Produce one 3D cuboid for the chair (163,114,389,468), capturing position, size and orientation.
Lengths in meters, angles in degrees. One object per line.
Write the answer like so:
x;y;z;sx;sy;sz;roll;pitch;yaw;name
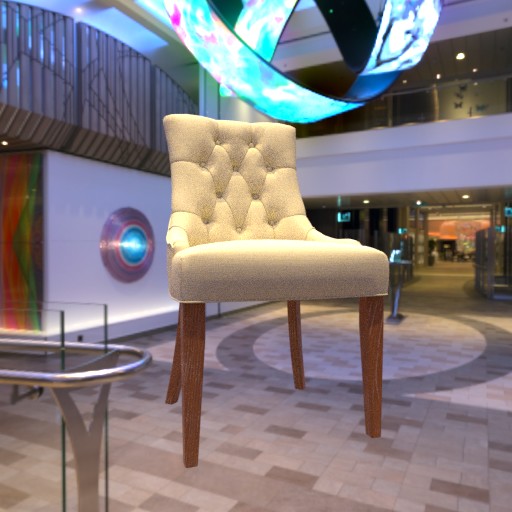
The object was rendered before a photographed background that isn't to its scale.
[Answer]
0.000;0.000;1.218;0.509;0.874;0.565;0;1;-19;chair
